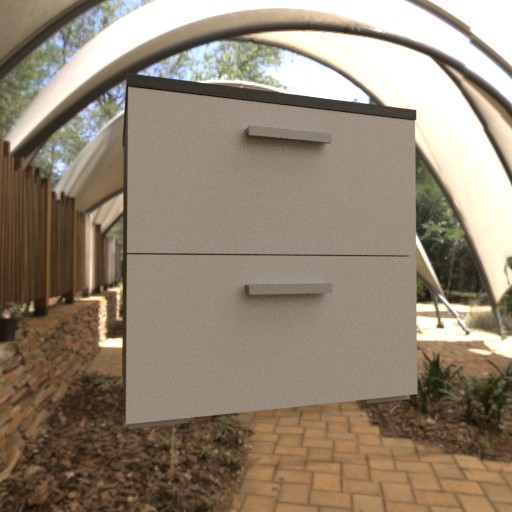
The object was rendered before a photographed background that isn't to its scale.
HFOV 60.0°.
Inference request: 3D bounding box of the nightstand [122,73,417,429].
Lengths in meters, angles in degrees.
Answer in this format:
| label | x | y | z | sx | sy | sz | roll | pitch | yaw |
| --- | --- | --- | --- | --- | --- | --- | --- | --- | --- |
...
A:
| label | x | y | z | sx | sy | sz | roll | pitch | yaw |
| --- | --- | --- | --- | --- | --- | --- | --- | --- | --- |
| nightstand | 0.000 | 0.000 | 0.769 | 0.441 | 0.460 | 0.325 | 0 | -1 | -18 |
